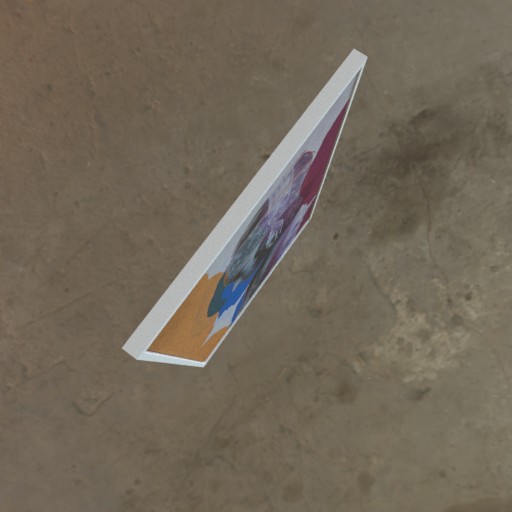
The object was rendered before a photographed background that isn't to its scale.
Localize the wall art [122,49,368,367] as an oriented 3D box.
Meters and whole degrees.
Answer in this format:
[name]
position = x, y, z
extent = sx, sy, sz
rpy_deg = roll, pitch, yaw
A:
[wall art]
position = 0.000, 0.000, 1.399
extent = 0.039, 1.050, 0.795
rpy_deg = 35, 78, 9
